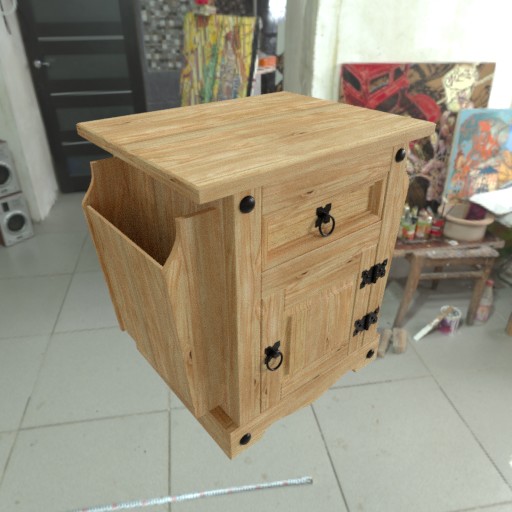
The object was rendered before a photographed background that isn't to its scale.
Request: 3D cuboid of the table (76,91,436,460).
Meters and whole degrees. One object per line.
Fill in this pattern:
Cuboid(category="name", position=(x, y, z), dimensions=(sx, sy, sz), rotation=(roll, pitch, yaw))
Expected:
Cuboid(category="table", position=(0.000, 0.000, 0.871), dimensions=(0.530, 0.515, 0.380), rotation=(-22, 37, -33))
